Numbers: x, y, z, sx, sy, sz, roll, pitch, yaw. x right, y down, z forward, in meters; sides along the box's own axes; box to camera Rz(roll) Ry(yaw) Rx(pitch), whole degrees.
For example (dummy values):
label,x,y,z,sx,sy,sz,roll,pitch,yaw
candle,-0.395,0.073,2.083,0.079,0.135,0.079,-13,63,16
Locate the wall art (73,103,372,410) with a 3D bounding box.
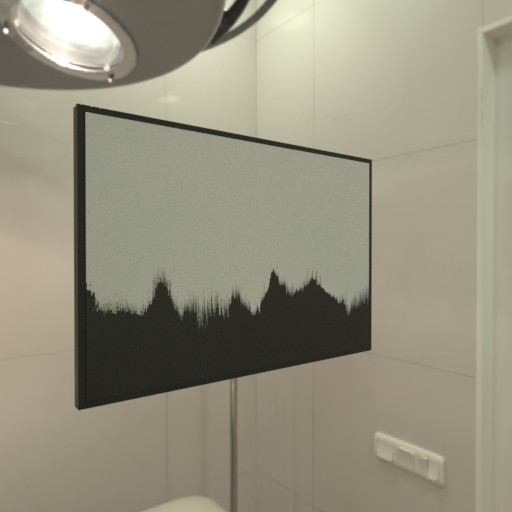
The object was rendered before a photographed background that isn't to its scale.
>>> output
label,x,y,z,sx,sy,sz,roll,pitch,yaw
wall art,0.000,0.000,0.847,0.659,0.446,0.022,0,1,-37
